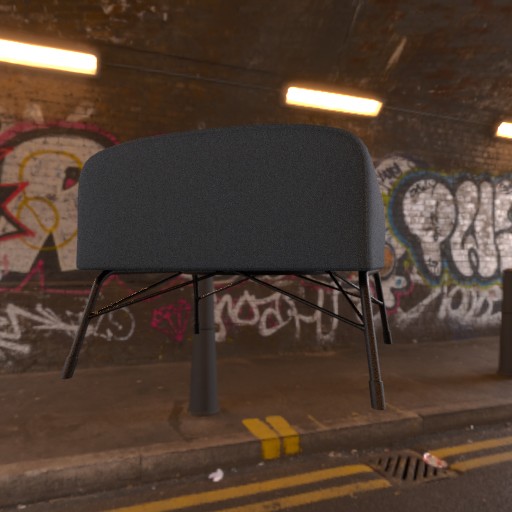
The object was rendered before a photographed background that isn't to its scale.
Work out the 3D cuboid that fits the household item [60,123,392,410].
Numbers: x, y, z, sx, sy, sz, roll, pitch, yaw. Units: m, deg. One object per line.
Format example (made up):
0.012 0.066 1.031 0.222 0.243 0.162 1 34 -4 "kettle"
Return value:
0.000 0.000 0.920 0.530 0.420 0.530 0 -1 18 "household item"
